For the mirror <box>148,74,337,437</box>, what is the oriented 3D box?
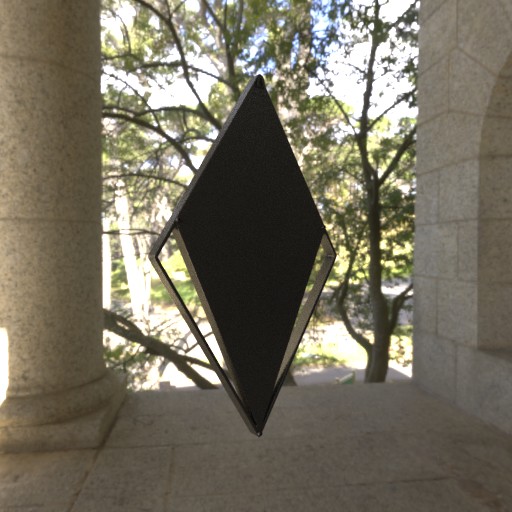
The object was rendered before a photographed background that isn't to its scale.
[{"bbox_3d":[0.000,0.000,0.837,0.419,0.679,0.032,0,0,-37],"label":"mirror"}]
